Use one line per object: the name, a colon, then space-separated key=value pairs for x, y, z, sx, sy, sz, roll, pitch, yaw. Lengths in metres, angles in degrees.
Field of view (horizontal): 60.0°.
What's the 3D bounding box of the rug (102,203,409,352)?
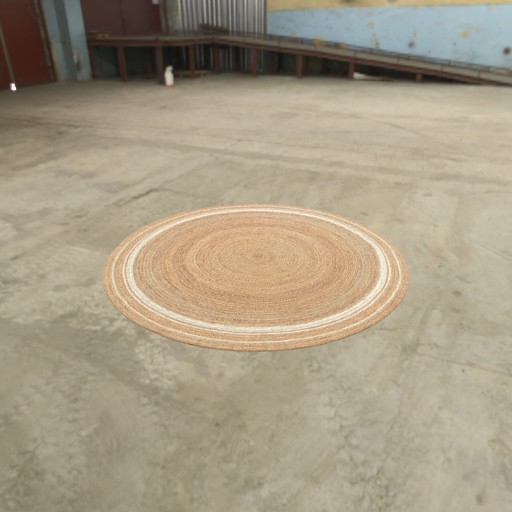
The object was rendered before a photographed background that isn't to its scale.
rug: x=0.000 y=0.000 z=3.696 sx=2.444 sy=0.015 sz=2.444 roll=0 pitch=27 yaw=0
